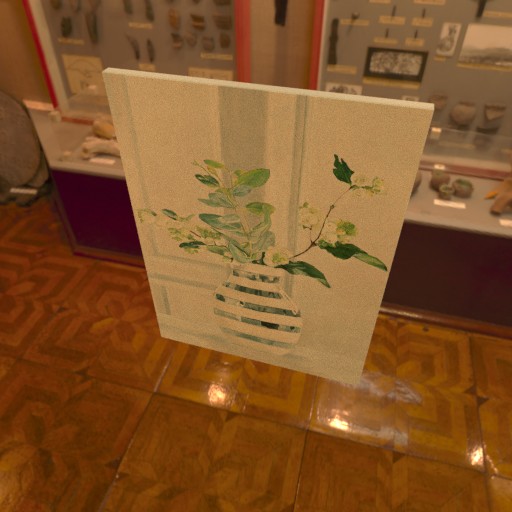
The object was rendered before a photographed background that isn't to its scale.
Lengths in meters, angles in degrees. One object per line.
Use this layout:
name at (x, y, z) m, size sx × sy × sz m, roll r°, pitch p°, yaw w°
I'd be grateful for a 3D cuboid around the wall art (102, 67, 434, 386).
wall art at (0.000, 0.000, 1.588) m, size 0.914 × 1.212 × 0.038 m, roll 11°, pitch 43°, yaw 12°
